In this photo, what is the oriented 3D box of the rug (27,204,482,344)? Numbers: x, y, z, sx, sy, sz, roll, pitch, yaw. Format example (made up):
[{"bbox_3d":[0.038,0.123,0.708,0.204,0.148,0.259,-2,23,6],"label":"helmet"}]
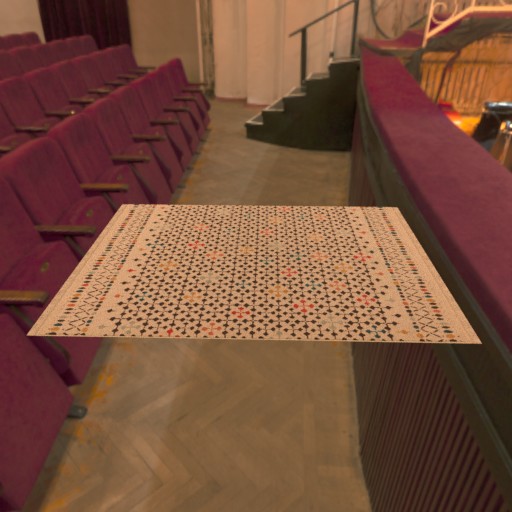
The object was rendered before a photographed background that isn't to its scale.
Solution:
[{"bbox_3d":[0.000,0.000,2.012,1.556,0.006,1.146,1,30,1],"label":"rug"}]
